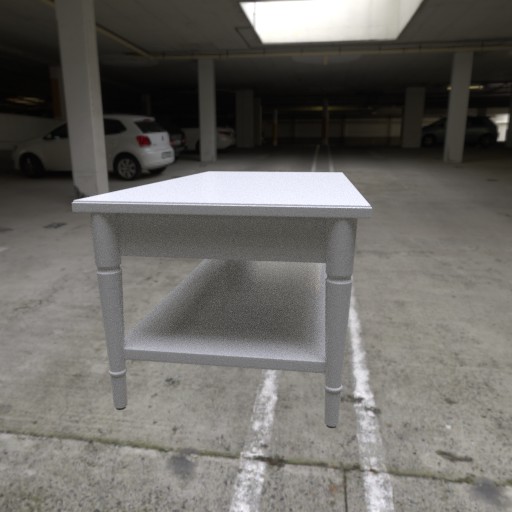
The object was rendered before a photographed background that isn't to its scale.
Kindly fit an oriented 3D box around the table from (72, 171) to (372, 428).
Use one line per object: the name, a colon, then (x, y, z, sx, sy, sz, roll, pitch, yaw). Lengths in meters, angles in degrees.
table: (0.000, 0.000, 1.373, 0.559, 0.457, 1.067, 2, 14, 8)
